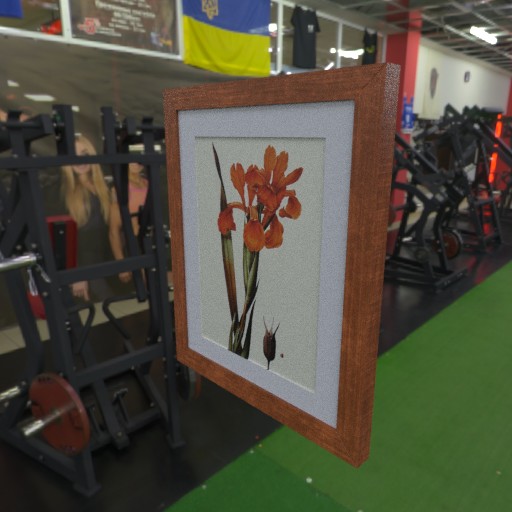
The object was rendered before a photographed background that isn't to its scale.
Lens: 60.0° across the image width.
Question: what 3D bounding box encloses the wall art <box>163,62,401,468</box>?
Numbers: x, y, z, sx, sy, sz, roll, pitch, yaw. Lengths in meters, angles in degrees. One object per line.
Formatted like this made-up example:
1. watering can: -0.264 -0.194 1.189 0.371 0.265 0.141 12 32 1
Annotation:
1. wall art: 0.000 0.000 0.763 0.033 0.567 0.467 -15 21 -43
